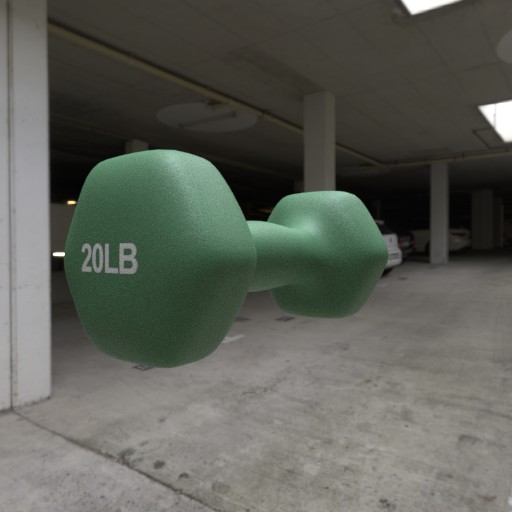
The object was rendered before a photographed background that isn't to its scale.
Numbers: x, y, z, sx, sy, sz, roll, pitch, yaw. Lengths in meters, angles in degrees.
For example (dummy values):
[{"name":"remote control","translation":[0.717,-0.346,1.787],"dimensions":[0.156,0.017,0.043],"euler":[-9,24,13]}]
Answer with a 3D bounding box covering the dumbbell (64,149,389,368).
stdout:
[{"name":"dumbbell","translation":[0.000,0.000,0.327],"dimensions":[0.126,0.114,0.257],"euler":[1,1,36]}]
